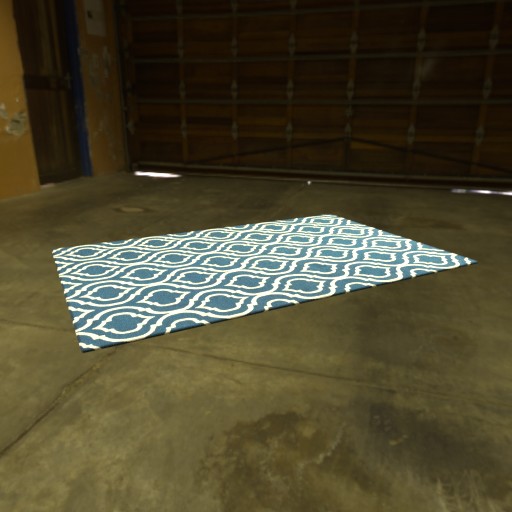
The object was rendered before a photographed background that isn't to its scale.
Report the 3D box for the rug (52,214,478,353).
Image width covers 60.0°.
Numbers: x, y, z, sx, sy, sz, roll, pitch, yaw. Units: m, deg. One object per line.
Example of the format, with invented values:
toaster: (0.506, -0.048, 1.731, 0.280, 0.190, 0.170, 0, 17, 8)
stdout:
rug: (0.000, 0.000, 2.165, 1.753, 0.010, 1.143, -9, 20, -26)
